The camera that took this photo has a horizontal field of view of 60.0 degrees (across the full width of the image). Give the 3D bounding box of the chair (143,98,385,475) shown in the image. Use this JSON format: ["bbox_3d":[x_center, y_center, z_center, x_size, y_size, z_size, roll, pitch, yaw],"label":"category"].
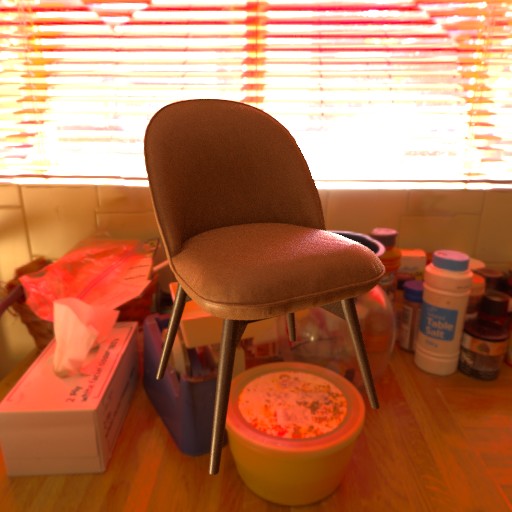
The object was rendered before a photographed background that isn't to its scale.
[{"bbox_3d":[0.000,0.000,1.226,0.521,0.831,0.631,-10,21,-27],"label":"chair"}]
